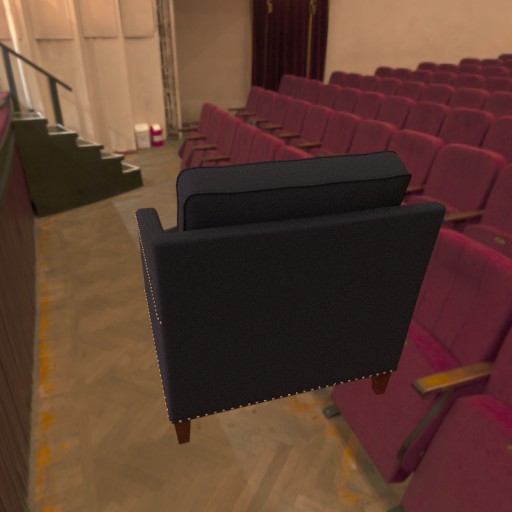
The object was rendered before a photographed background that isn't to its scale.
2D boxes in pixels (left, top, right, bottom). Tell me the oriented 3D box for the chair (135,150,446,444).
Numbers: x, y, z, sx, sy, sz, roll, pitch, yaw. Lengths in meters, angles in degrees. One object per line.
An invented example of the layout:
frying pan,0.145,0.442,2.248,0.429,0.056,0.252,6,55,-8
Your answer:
chair,0.000,0.000,1.740,0.853,0.943,1.014,-8,27,-16
